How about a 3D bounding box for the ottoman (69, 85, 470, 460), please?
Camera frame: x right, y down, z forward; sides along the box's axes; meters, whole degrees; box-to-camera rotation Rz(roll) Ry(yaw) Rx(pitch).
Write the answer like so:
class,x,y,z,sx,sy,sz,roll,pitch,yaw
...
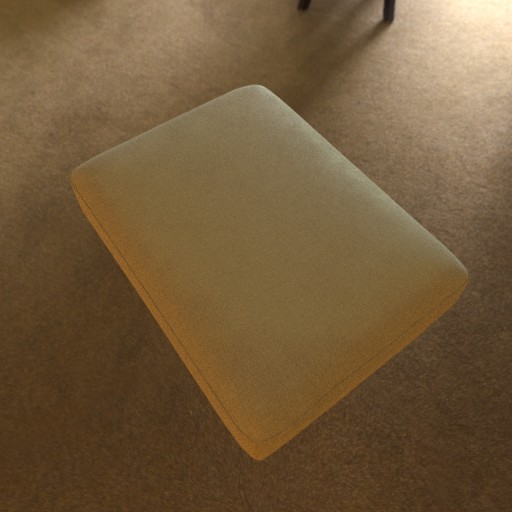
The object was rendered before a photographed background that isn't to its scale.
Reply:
class,x,y,z,sx,sy,sz,roll,pitch,yaw
ottoman,0.000,0.000,1.147,0.608,0.449,0.811,-32,64,-18
